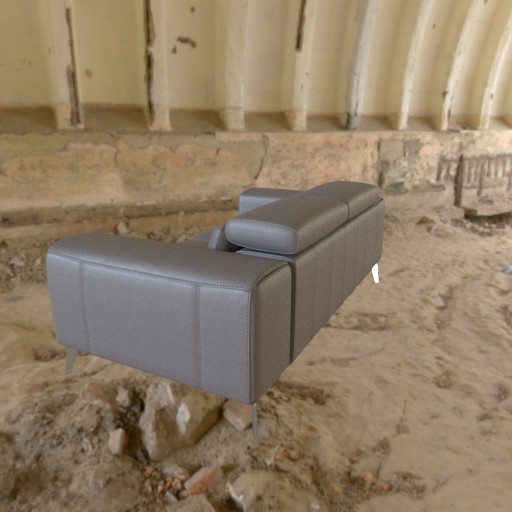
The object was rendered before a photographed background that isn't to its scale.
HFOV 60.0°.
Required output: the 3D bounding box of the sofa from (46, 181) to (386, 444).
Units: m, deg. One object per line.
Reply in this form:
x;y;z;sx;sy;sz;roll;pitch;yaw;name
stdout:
0.000;0.000;2.478;1.024;0.753;1.930;9;19;26;sofa
